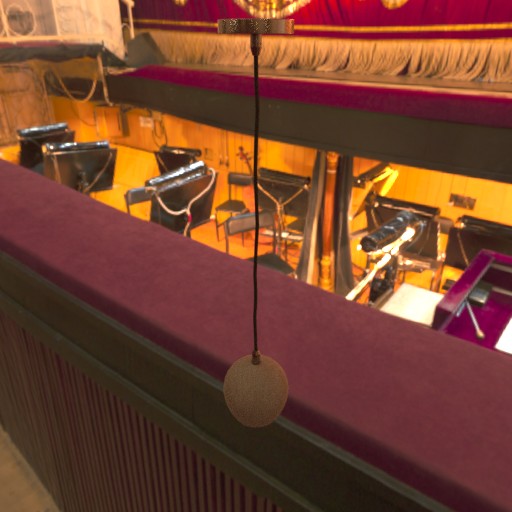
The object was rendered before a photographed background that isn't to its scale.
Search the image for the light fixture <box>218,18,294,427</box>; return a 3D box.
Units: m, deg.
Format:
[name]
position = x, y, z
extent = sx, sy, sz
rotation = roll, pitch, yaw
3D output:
[light fixture]
position = 0.000, 0.000, 0.812
extent = 0.139, 0.764, 0.139
rotation = 19, 32, 33
